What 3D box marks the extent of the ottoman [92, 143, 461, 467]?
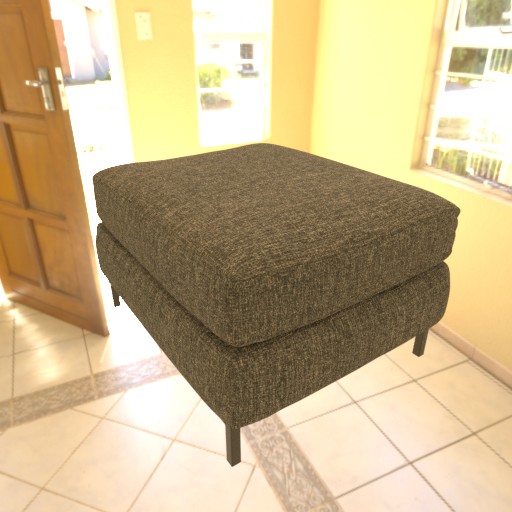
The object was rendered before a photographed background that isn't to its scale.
[{"bbox_3d":[0.000,0.000,1.211,0.683,0.480,0.828,-17,32,-31],"label":"ottoman"}]
